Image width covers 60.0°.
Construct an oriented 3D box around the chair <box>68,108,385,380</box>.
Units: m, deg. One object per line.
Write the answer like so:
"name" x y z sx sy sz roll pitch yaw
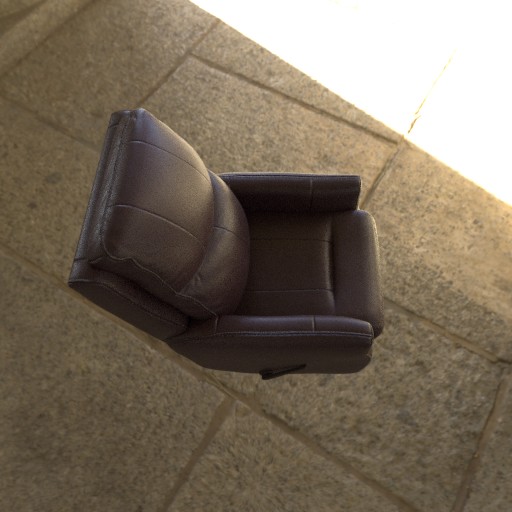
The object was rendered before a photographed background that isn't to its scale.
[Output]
"chair" 0.000 0.000 1.788 1.080 1.030 0.829 2 63 1
